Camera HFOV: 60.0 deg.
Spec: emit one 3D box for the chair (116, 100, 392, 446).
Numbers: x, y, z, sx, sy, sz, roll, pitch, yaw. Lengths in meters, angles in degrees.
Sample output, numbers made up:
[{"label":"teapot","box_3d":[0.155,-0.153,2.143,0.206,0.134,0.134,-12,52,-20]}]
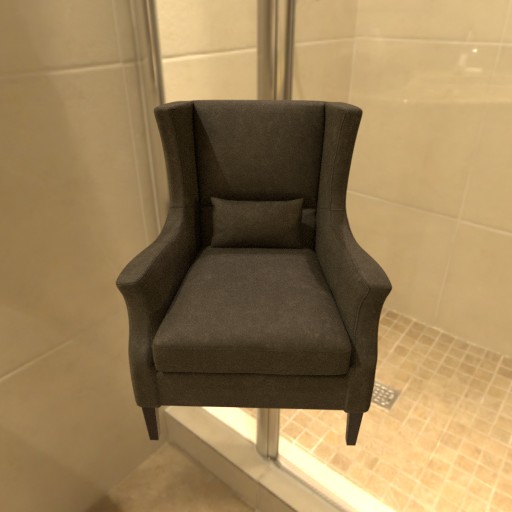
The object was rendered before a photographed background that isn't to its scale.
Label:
[{"label":"chair","box_3d":[0.000,0.000,1.674,0.853,1.016,0.926,1,29,2]}]
